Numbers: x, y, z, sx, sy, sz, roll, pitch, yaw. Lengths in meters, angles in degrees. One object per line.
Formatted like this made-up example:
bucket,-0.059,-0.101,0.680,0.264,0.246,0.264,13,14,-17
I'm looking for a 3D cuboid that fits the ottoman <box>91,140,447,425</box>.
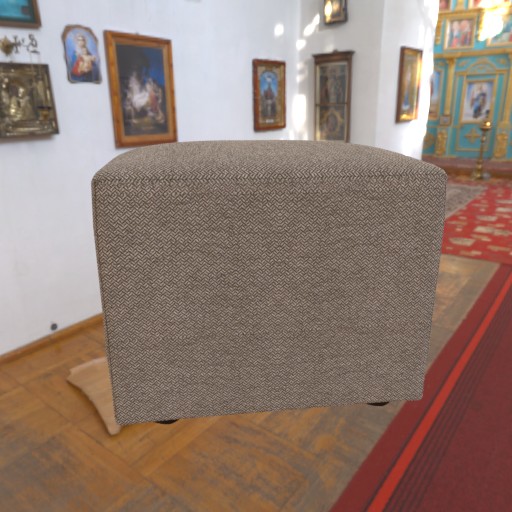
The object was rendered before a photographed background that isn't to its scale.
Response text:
ottoman,0.000,0.000,0.900,0.519,0.453,0.512,-2,18,-7
